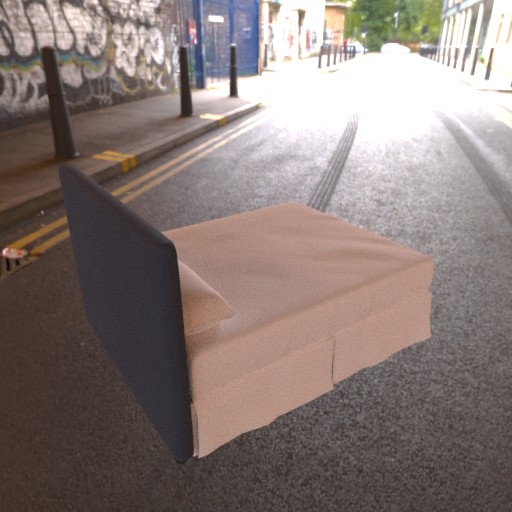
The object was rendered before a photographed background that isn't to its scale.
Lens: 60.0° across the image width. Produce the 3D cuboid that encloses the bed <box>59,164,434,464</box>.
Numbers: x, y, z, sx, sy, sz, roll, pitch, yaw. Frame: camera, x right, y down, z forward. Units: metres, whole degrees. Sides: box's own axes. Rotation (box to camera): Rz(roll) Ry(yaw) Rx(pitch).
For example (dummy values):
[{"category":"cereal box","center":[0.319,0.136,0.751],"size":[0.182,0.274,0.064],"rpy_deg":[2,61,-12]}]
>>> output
[{"category":"bed","center":[0.000,0.000,3.207],"size":[2.162,1.330,1.713],"rpy_deg":[-17,30,-31]}]
